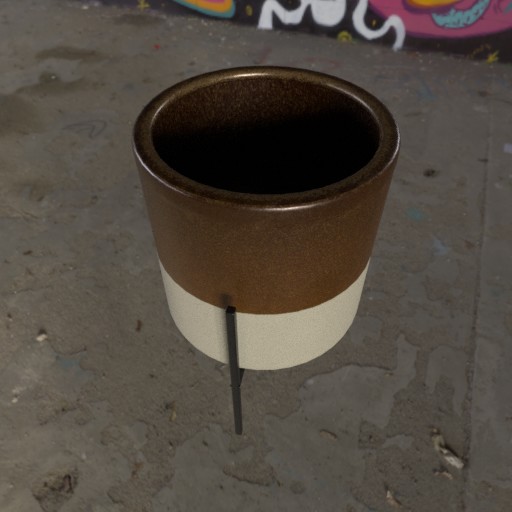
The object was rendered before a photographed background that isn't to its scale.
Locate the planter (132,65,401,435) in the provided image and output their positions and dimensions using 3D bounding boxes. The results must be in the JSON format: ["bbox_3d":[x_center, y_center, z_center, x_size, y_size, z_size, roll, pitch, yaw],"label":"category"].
[{"bbox_3d":[0.000,0.000,0.549,0.269,0.375,0.255,33,55,27],"label":"planter"}]
